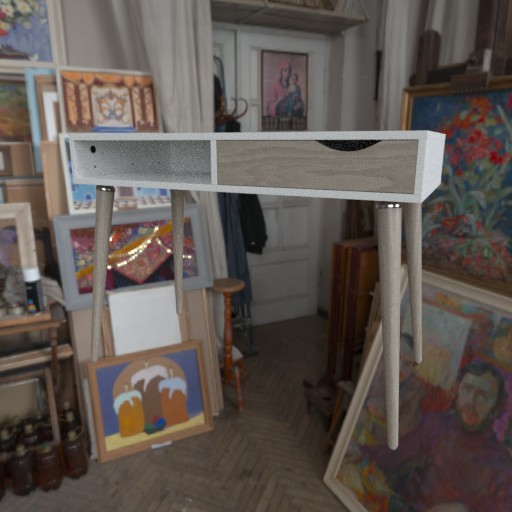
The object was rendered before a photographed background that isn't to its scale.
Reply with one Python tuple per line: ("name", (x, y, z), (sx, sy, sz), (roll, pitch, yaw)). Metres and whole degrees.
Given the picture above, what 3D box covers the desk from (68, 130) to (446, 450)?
("desk", (0.000, 0.000, 1.365), (0.979, 0.723, 0.491), (7, 16, 25))
